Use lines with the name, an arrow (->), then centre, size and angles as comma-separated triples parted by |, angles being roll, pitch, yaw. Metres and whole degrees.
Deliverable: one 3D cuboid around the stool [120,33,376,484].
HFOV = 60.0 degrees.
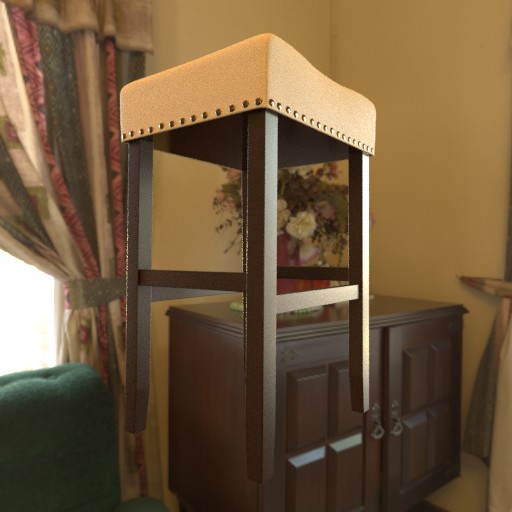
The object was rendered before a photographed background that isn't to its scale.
stool -> 0.000, 0.000, 1.029 | 0.401, 0.762, 0.471 | 0, 0, 37
